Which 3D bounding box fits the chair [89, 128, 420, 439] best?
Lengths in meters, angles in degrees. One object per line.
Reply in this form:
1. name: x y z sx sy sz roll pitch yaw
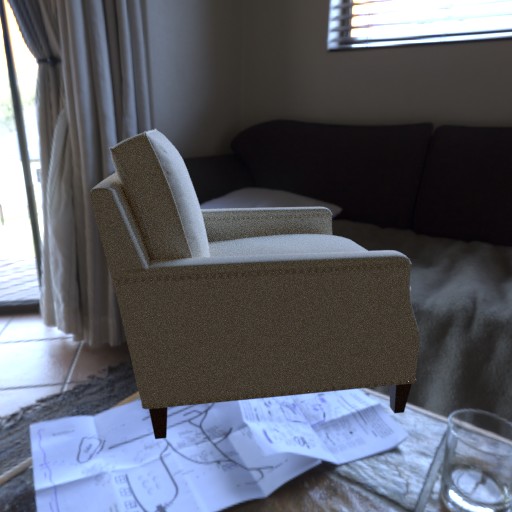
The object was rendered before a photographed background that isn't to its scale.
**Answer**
1. chair: 0.000 0.000 1.712 1.014 0.943 0.853 -3 17 -9
